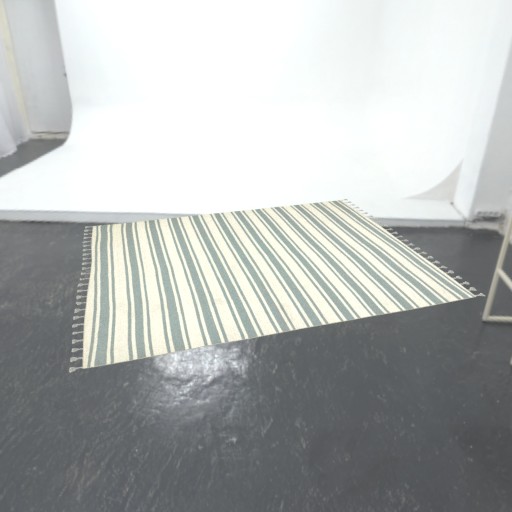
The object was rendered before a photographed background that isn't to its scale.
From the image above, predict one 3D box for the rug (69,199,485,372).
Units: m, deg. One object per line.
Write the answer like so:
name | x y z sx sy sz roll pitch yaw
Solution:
rug | 0.000 0.000 4.226 3.201 0.005 2.439 -8 28 -15
